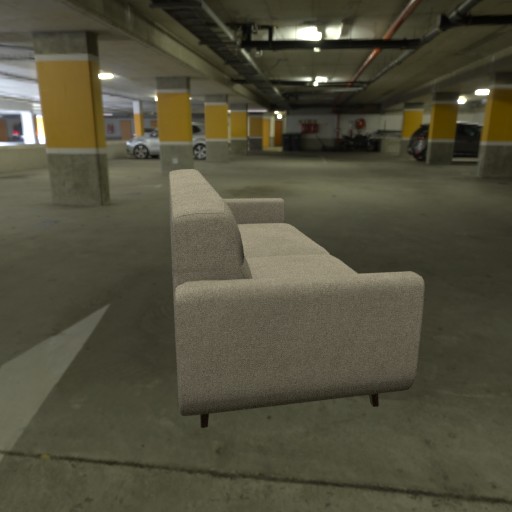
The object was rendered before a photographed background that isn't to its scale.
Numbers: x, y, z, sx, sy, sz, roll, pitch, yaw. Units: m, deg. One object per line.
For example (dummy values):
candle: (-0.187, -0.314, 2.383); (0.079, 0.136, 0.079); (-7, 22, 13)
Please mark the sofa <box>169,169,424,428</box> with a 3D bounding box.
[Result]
sofa: (0.000, 0.000, 2.438); (0.909, 0.841, 2.029); (-3, 16, -11)
